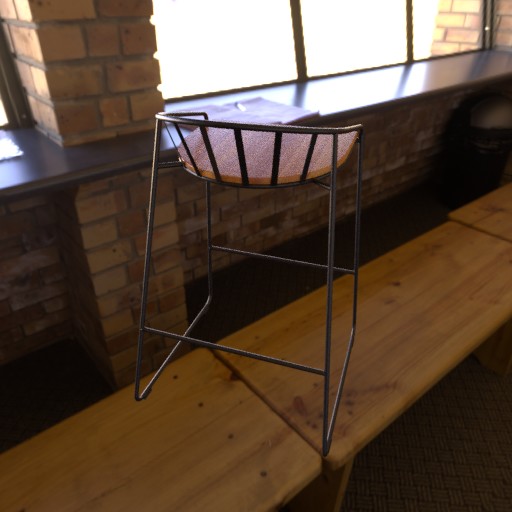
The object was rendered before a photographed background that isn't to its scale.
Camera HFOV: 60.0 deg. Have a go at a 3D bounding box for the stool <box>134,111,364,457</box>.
[{"bbox_3d":[0.000,0.000,1.175,0.546,0.812,0.521,10,33,16],"label":"stool"}]
